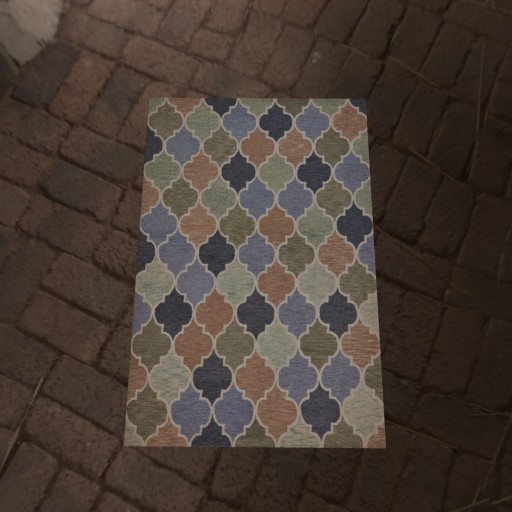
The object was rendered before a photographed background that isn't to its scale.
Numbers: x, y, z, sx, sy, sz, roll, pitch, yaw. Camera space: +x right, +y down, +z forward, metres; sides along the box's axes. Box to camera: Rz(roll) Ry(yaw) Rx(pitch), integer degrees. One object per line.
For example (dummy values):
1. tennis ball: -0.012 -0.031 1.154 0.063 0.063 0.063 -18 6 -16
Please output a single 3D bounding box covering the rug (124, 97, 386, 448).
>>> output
1. rug: 0.000 0.000 2.848 1.521 0.006 2.284 0 76 0
